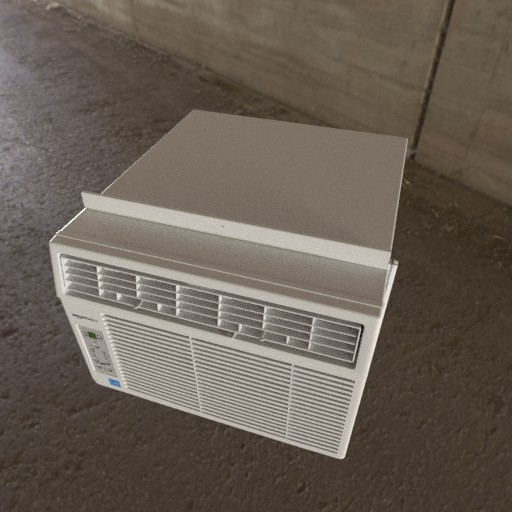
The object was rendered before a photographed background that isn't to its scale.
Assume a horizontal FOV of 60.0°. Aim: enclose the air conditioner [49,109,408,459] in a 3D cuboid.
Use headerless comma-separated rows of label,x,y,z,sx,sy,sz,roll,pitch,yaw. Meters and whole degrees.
air conditioner,0.000,0.000,0.879,0.503,0.388,0.546,12,42,14
